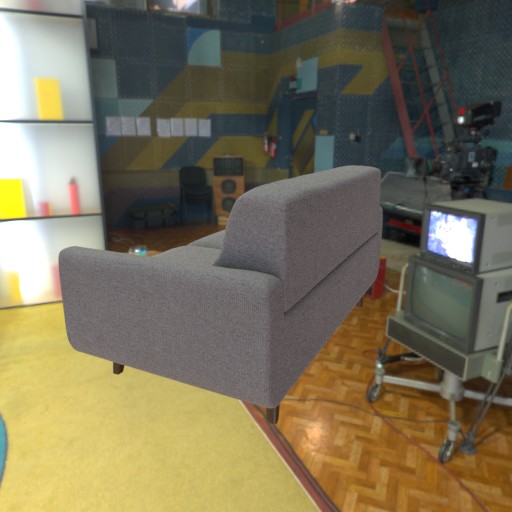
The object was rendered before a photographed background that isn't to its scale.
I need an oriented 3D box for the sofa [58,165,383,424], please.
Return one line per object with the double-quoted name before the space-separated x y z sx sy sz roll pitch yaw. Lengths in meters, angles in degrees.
"sofa" 0.000 0.000 2.207 0.909 0.841 1.631 8 17 26
